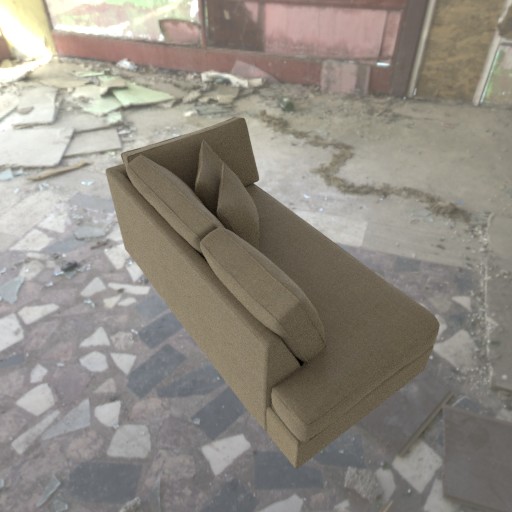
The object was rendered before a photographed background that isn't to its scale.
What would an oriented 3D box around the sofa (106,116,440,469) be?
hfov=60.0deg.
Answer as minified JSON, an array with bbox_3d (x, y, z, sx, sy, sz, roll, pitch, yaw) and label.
[{"bbox_3d":[0.000,0.000,2.934,1.110,1.019,2.238,-25,47,-26],"label":"sofa"}]
